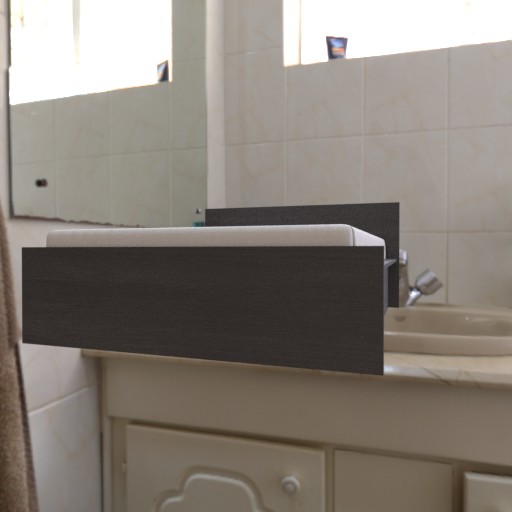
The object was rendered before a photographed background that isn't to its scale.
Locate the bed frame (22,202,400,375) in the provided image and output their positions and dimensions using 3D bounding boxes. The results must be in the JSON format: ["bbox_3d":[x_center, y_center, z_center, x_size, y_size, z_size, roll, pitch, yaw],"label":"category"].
[{"bbox_3d":[0.000,0.000,2.718,1.622,0.800,1.960,0,1,19],"label":"bed frame"}]
